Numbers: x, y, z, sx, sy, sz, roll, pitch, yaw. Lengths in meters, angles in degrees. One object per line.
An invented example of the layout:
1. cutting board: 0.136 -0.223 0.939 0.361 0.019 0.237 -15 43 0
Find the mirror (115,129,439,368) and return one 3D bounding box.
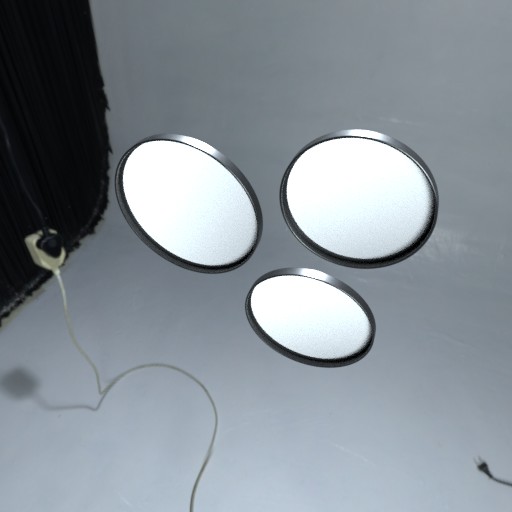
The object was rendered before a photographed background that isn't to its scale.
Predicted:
1. mirror: 0.000 0.000 3.172 2.160 2.096 0.076 14 44 15
